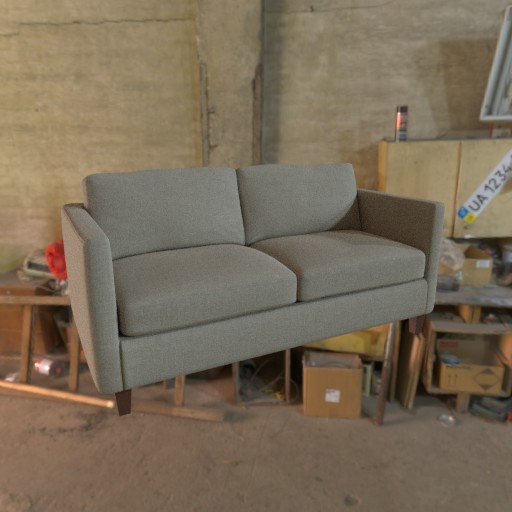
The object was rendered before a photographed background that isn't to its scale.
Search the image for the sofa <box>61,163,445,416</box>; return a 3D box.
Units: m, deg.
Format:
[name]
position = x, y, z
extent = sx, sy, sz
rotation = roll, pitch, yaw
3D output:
[sofa]
position = 0.000, 0.000, 2.445
extent = 1.884, 0.947, 0.951
rotation = -8, 18, -26
